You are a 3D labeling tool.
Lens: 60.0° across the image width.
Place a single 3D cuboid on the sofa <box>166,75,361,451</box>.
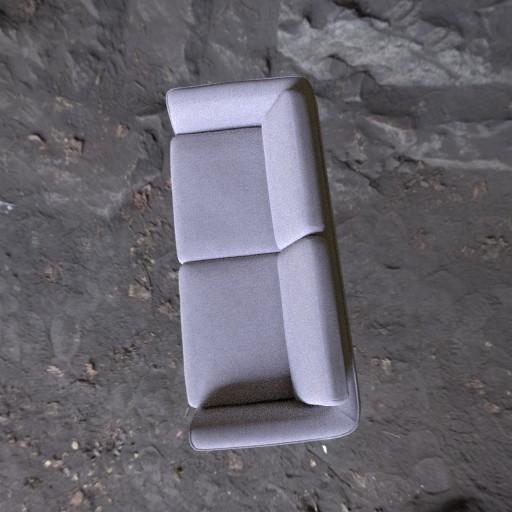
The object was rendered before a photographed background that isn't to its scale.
[{"bbox_3d":[0.000,0.000,2.548,0.920,0.850,2.000,-6,78,-1],"label":"sofa"}]
